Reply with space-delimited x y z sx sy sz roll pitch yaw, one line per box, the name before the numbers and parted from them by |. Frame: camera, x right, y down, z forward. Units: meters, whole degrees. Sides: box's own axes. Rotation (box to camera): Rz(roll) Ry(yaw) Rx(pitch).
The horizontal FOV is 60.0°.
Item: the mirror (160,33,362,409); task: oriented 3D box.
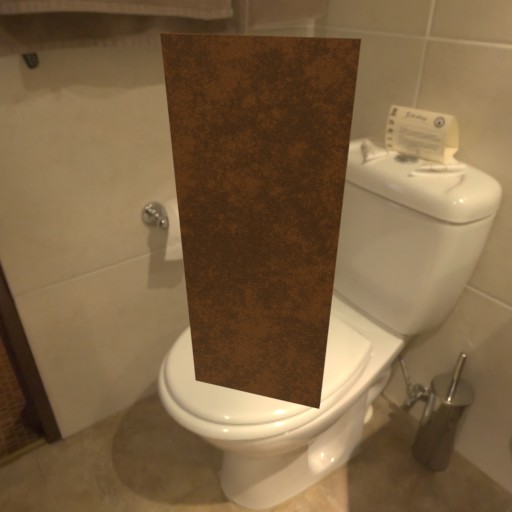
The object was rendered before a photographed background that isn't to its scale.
mirror | 0.000 0.000 2.274 0.812 2.031 0.032 9 33 14
